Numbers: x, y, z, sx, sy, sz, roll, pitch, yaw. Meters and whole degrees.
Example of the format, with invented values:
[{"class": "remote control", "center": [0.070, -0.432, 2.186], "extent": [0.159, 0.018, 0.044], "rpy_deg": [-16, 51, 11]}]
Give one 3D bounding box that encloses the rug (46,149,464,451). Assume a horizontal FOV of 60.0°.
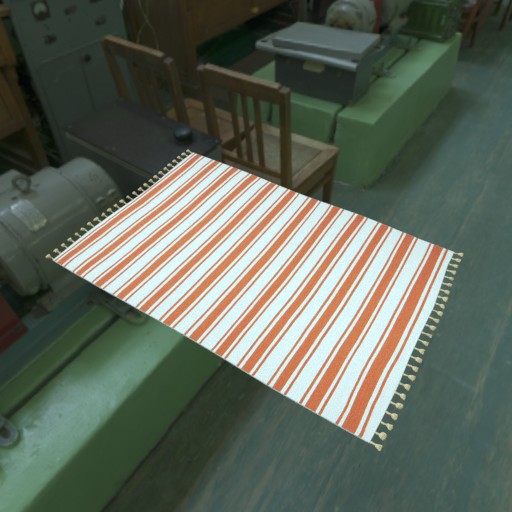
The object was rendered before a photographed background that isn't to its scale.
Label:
[{"class": "rug", "center": [0.000, 0.000, 3.020], "extent": [2.433, 0.022, 1.556], "rpy_deg": [25, 51, 22]}]
